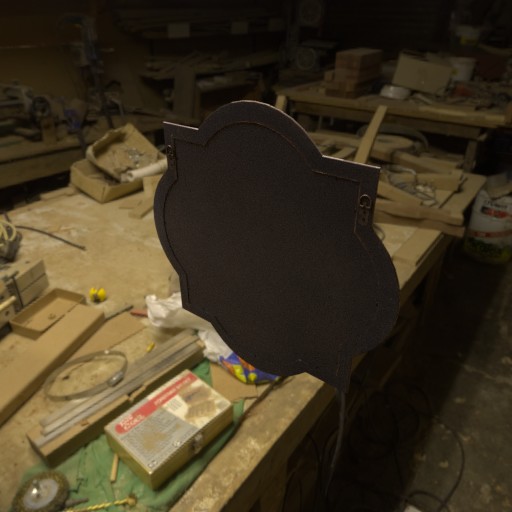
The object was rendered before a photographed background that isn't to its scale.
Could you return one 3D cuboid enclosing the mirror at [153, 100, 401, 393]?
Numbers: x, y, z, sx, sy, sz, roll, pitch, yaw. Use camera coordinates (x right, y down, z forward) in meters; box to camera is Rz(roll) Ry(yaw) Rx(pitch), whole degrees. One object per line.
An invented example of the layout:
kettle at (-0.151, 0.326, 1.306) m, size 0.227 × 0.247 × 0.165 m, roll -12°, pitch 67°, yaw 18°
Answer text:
mirror at (0.000, 0.000, 1.049) m, size 0.686 × 0.686 × 0.019 m, roll 21°, pitch 36°, yaw 32°
